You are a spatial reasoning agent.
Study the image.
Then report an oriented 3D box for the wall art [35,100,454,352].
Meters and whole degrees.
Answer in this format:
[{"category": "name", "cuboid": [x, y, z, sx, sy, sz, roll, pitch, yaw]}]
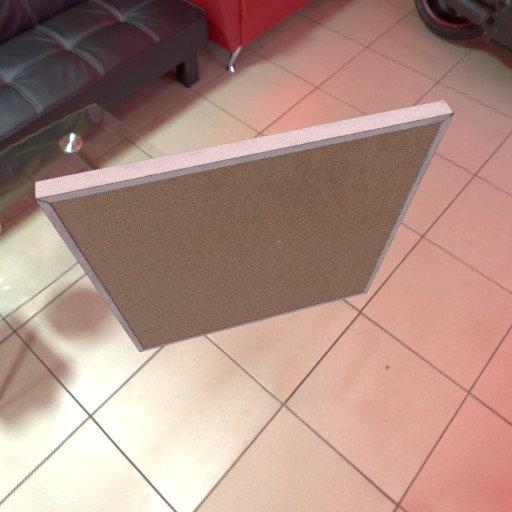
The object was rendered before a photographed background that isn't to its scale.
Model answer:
[{"category": "wall art", "cuboid": [0.000, 0.000, 1.115, 0.762, 0.762, 0.038, -13, 60, -8]}]
